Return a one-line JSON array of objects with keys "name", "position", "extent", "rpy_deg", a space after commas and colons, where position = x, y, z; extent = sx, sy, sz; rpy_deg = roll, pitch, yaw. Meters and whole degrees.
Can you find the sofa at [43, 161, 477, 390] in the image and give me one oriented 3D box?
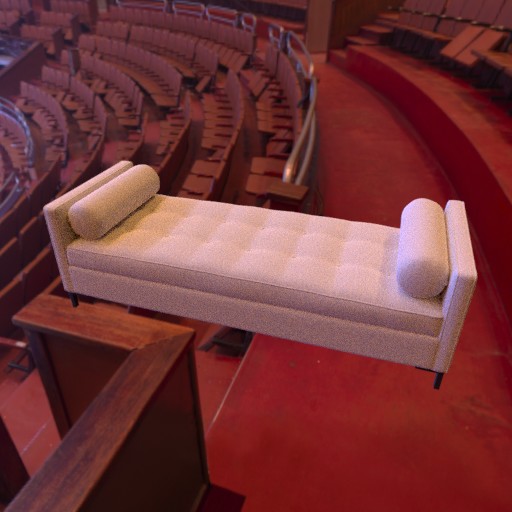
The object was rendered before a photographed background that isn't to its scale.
[{"name": "sofa", "position": [0.000, 0.000, 2.355], "extent": [1.985, 0.641, 0.746], "rpy_deg": [10, 33, 15]}]
